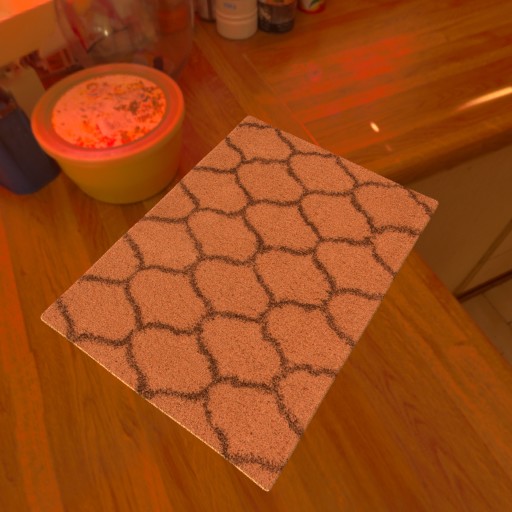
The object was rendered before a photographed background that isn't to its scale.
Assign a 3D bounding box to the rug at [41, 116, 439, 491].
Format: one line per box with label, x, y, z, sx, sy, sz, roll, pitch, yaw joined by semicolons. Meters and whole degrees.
rug;0.000;0.000;2.108;1.200;0.025;1.600;30;62;18
